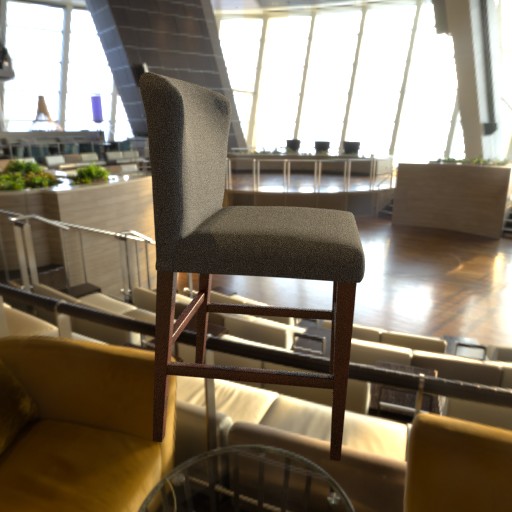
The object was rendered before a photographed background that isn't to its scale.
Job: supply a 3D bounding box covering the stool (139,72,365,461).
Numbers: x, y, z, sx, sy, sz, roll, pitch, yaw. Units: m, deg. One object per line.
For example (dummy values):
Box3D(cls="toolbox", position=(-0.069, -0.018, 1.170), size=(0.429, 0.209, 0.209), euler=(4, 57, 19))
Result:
Box3D(cls="stool", position=(0.000, 0.000, 1.261), size=(0.568, 0.968, 0.479), euler=(3, 17, 8))
